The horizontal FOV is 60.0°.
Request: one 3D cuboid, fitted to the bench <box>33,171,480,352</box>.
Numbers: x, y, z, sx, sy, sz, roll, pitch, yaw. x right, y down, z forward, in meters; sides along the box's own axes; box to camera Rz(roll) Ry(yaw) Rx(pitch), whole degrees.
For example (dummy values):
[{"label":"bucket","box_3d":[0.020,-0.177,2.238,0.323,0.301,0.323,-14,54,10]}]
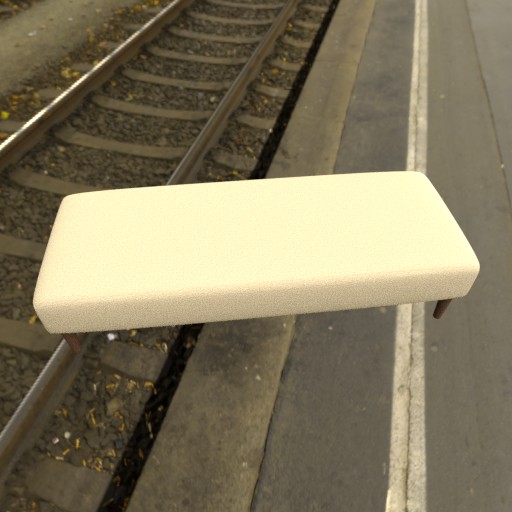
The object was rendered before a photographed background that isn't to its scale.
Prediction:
[{"label":"bench","box_3d":[0.000,0.000,1.886,1.609,0.393,0.646,-5,46,-4]}]
